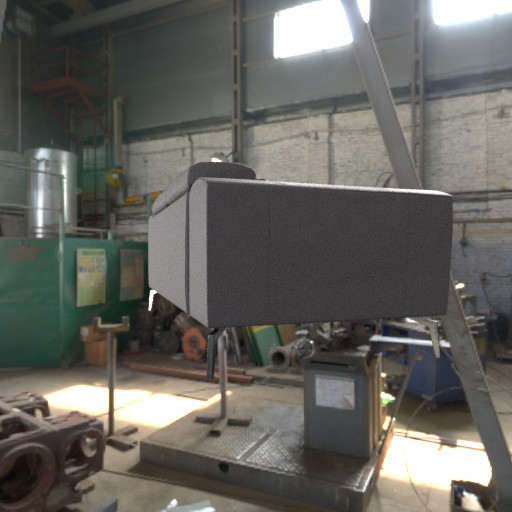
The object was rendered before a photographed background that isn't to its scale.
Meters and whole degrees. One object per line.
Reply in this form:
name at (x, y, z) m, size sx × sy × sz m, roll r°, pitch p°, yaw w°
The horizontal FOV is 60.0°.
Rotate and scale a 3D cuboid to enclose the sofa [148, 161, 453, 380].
sofa at (0.000, 0.000, 2.433) m, size 1.003 × 0.779 × 1.895 m, roll 0°, pitch 0°, yaw -19°
